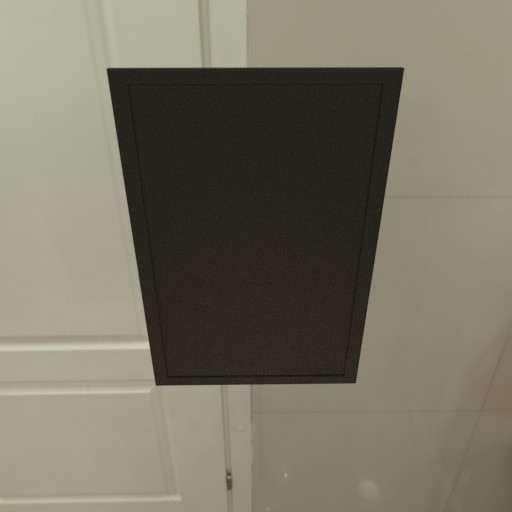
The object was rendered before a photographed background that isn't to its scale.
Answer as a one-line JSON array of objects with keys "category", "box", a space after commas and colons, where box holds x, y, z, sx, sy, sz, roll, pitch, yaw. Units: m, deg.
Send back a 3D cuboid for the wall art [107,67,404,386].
[{"category": "wall art", "box": [0.000, 0.000, 0.840, 0.451, 0.661, 0.012, 0, 30, -1]}]
